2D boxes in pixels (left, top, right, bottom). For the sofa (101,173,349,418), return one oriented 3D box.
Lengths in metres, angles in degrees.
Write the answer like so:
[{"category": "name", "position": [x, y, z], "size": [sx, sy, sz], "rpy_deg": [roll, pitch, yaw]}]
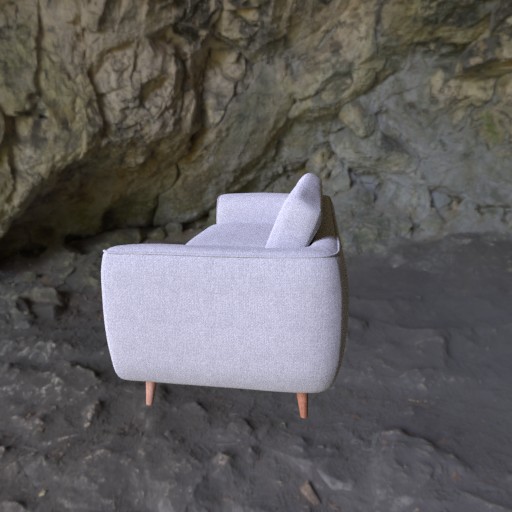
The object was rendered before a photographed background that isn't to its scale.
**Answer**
[{"category": "sofa", "position": [0.000, 0.000, 2.462], "size": [0.920, 0.850, 2.000], "rpy_deg": [2, 14, 8]}]
